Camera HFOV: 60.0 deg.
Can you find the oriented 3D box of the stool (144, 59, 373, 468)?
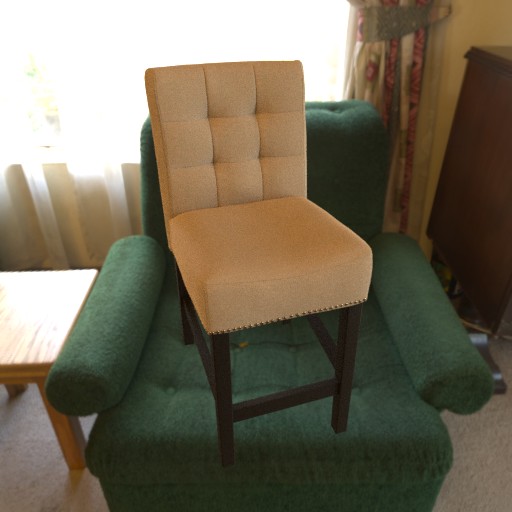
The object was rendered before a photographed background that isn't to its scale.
[{"bbox_3d":[0.000,0.000,1.181,0.427,0.885,0.571,-10,34,-15],"label":"stool"}]
